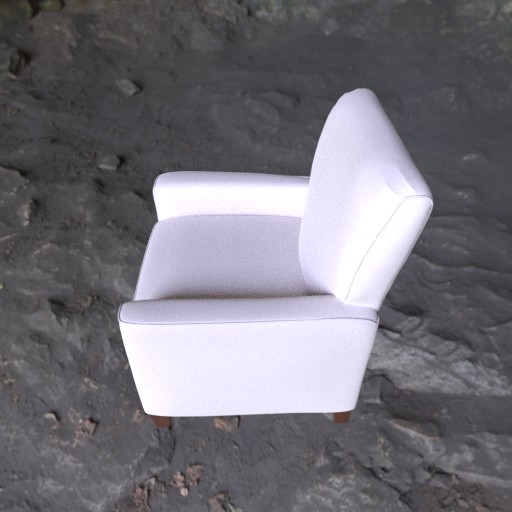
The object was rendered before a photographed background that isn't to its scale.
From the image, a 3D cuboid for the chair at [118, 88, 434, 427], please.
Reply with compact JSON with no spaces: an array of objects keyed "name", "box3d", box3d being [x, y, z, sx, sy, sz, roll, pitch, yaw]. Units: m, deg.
[{"name":"chair","box3d":[0.000,0.000,1.605,0.858,1.028,0.841,-1,41,-1]}]
